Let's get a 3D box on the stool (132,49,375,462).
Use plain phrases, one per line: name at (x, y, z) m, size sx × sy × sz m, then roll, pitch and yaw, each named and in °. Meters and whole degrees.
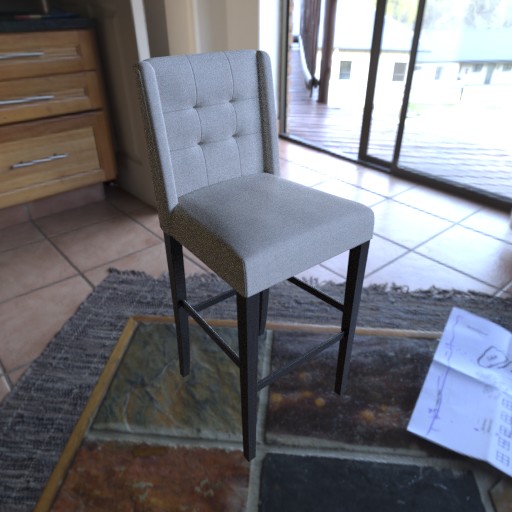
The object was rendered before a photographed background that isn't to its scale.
stool at (0.000, 0.000, 1.381) m, size 0.474 × 1.116 × 0.509 m, roll -22°, pitch 37°, yaw -33°
